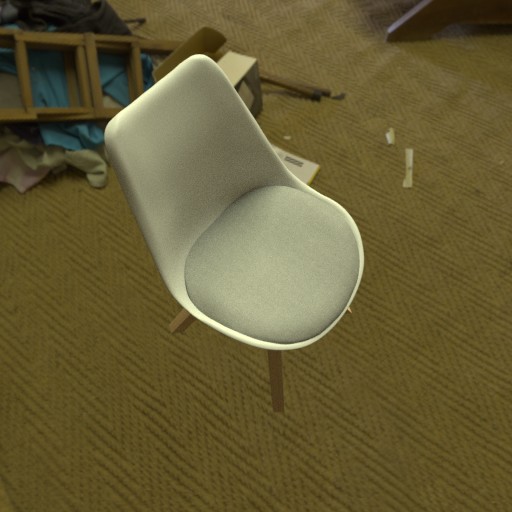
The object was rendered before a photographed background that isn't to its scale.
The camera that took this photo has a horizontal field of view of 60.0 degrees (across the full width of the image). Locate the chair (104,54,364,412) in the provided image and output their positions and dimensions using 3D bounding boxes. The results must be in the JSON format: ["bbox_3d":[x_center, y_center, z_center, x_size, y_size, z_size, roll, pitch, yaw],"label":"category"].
[{"bbox_3d":[0.000,0.000,1.184,0.550,0.850,0.485,33,66,17],"label":"chair"}]
